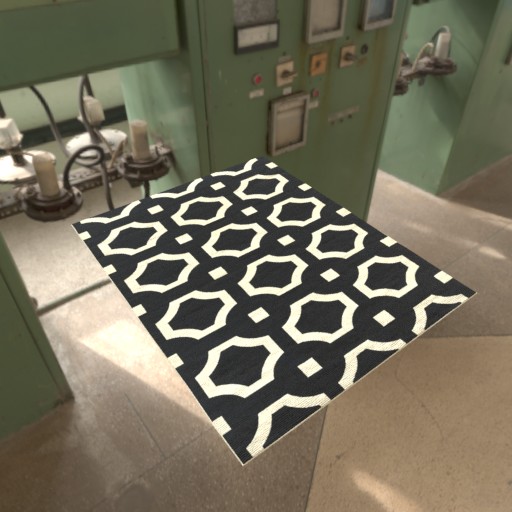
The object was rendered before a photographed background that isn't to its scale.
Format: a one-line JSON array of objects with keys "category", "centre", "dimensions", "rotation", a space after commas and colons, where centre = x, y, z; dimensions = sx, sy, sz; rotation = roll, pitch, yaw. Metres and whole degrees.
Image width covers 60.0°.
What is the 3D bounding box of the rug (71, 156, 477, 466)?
[{"category": "rug", "centre": [0.000, 0.000, 4.169], "dimensions": [2.466, 0.021, 3.049], "rotation": [-26, 47, -27]}]
